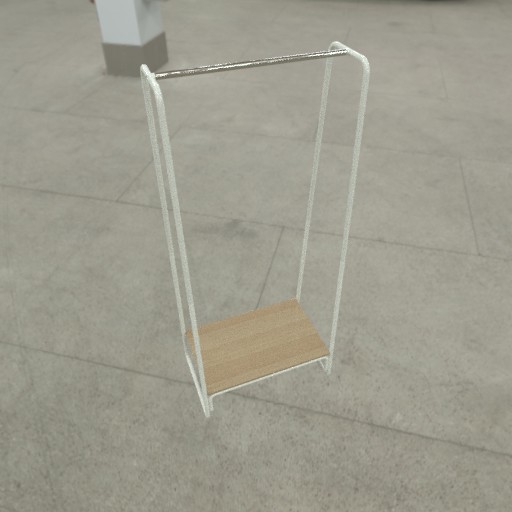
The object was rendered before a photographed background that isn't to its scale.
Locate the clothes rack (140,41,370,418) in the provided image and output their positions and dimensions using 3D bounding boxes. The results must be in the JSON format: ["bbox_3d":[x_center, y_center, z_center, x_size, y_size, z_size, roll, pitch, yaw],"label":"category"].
[{"bbox_3d":[0.000,0.000,1.774,0.640,1.500,0.400,-14,43,-16],"label":"clothes rack"}]
